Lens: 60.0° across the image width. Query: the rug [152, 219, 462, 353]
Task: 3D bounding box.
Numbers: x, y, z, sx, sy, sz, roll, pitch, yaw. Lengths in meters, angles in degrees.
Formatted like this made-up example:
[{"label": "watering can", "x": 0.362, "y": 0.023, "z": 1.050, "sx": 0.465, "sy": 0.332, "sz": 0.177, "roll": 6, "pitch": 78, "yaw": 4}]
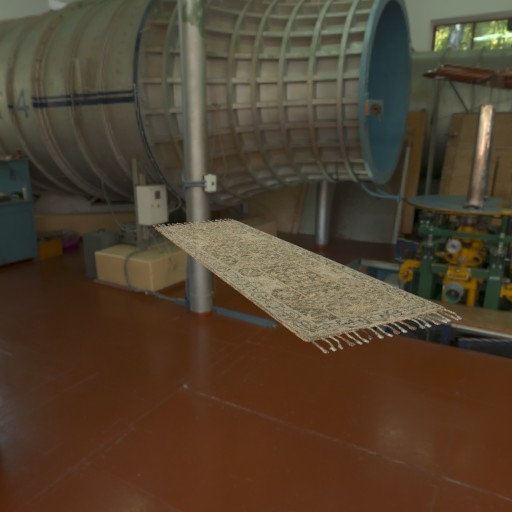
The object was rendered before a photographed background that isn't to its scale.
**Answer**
[{"label": "rug", "x": 0.000, "y": 0.000, "z": 2.938, "sx": 0.762, "sy": 0.011, "sz": 2.664, "roll": -7, "pitch": 17, "yaw": -25}]
